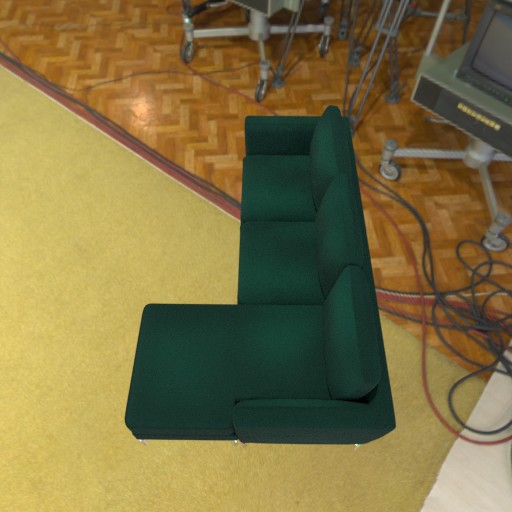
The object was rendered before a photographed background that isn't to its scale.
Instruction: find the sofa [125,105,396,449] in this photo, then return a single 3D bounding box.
[{"bbox_3d":[0.000,0.000,3.152,1.489,1.007,2.441,1,57,0],"label":"sofa"}]
